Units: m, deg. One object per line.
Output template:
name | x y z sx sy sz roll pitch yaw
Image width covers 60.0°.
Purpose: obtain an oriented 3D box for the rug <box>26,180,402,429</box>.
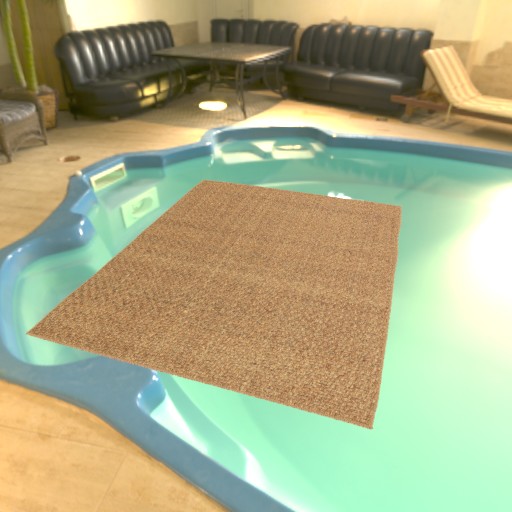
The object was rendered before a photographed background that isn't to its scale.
rug | 0.000 0.000 4.014 2.439 0.013 3.048 10 33 16
